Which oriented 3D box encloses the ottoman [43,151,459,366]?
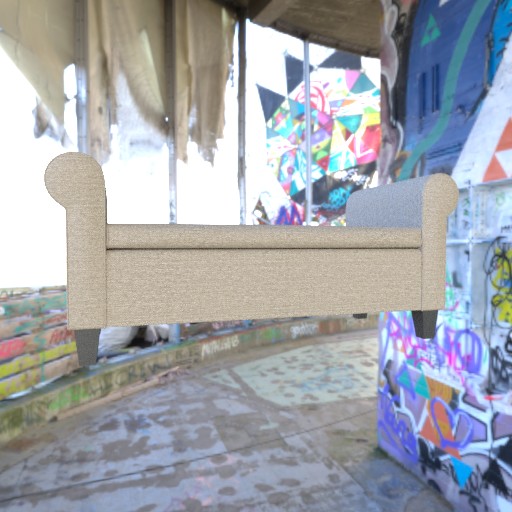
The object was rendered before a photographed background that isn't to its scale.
[{"bbox_3d":[0.000,0.000,1.521,1.256,0.547,0.521,0,2,-18],"label":"ottoman"}]
